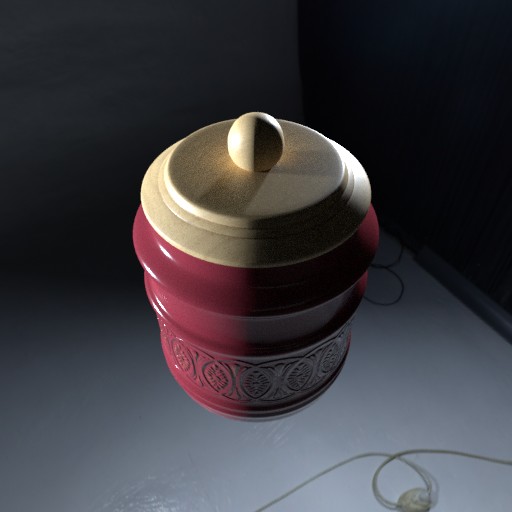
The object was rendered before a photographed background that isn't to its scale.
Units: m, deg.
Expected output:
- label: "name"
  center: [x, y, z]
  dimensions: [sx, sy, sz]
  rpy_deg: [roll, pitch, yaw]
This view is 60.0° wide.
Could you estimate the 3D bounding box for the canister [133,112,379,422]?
- label: "canister"
  center: [0.000, 0.000, 0.259]
  dimensions: [0.130, 0.176, 0.130]
  rpy_deg: [0, 46, 0]
